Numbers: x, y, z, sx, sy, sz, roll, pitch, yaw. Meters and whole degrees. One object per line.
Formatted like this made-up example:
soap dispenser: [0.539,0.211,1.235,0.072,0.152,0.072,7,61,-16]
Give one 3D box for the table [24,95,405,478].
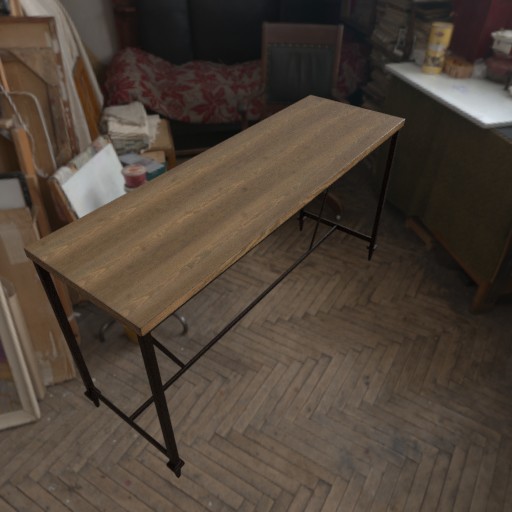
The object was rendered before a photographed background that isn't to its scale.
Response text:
table: [0.000,0.000,2.068,0.551,0.902,1.700,26,46,28]
